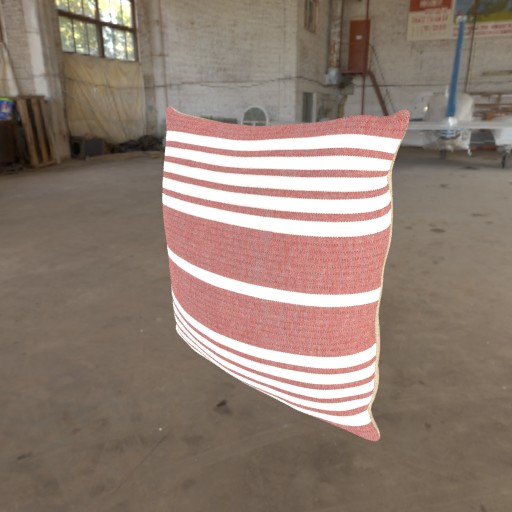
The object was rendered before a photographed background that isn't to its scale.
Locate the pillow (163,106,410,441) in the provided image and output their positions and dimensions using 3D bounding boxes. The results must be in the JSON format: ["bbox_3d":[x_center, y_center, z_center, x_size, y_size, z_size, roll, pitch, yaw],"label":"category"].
[{"bbox_3d":[0.000,0.000,0.660,0.439,0.427,0.182,17,24,42],"label":"pillow"}]
